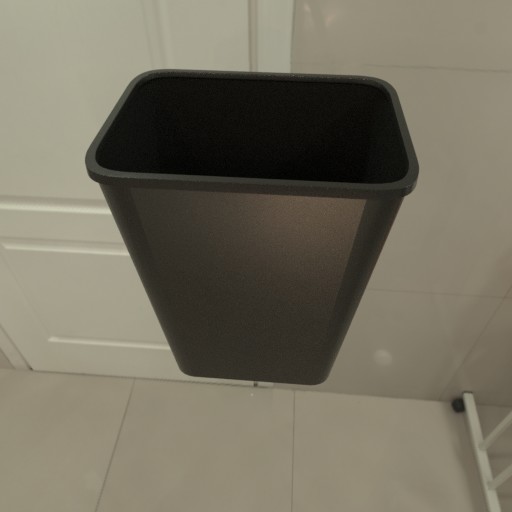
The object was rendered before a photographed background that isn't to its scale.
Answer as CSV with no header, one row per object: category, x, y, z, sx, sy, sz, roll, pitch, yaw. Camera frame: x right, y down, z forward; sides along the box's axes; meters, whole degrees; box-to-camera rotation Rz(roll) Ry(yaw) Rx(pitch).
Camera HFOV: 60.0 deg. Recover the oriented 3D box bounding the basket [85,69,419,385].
basket,0.000,0.000,0.770,0.394,0.521,0.287,3,46,3
